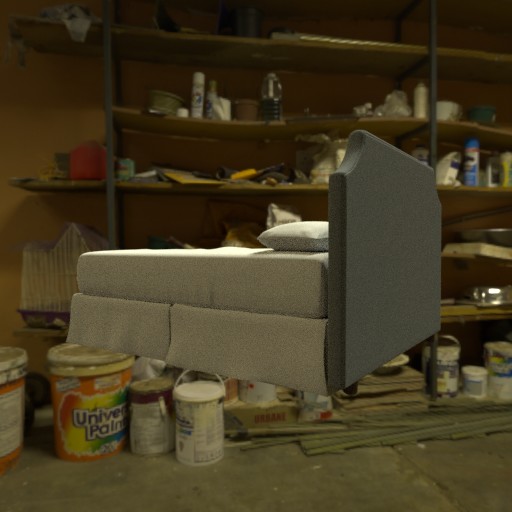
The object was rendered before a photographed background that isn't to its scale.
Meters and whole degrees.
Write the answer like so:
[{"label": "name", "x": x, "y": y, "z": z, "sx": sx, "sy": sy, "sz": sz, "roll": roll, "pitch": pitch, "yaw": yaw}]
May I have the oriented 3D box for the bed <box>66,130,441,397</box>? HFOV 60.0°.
[{"label": "bed", "x": 0.000, "y": 0.000, "z": 3.372, "sx": 2.259, "sy": 1.296, "sz": 1.811, "roll": 1, "pitch": 1, "yaw": 36}]
